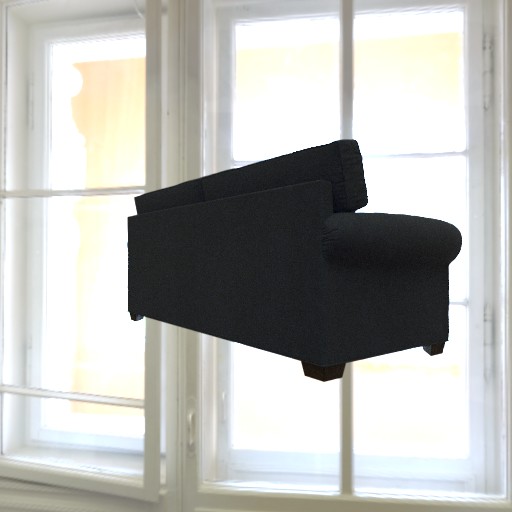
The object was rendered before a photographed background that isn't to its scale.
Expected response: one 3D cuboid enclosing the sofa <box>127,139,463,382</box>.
[{"bbox_3d":[0.000,0.000,2.932,0.954,1.026,2.391,0,0,-37],"label":"sofa"}]
